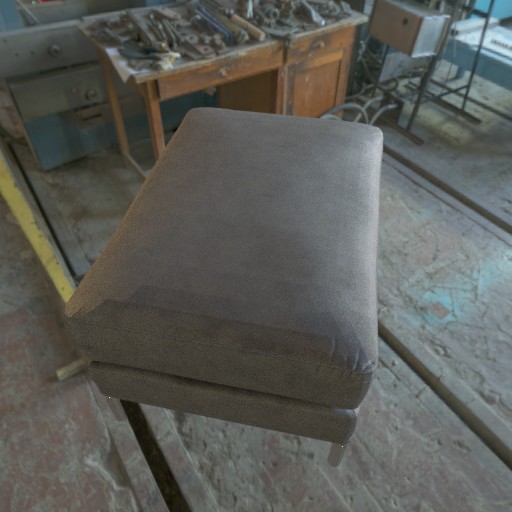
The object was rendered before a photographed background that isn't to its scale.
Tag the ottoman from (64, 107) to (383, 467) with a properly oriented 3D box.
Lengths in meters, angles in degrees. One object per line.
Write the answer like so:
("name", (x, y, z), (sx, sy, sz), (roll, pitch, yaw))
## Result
("ottoman", (0.000, 0.000, 1.038), (0.520, 0.456, 0.719), (8, 47, 8))
